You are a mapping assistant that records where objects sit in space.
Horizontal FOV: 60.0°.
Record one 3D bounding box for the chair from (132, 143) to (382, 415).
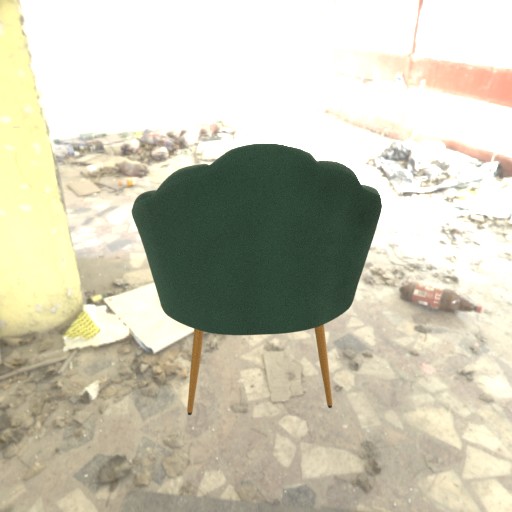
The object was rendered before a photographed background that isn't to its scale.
[{"bbox_3d":[0.000,0.000,1.304,0.657,0.819,0.599,-2,30,-3],"label":"chair"}]
